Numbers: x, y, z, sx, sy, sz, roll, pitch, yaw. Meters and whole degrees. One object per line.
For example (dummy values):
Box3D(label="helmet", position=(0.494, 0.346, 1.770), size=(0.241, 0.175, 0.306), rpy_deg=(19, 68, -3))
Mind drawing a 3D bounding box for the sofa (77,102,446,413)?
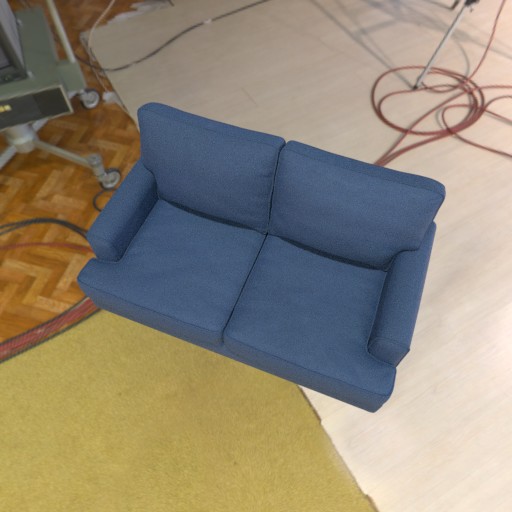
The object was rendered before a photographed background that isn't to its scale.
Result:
Box3D(label="sofa", position=(0.000, 0.000, 2.281), size=(1.651, 0.965, 0.965), rpy_deg=(18, 61, 11))
